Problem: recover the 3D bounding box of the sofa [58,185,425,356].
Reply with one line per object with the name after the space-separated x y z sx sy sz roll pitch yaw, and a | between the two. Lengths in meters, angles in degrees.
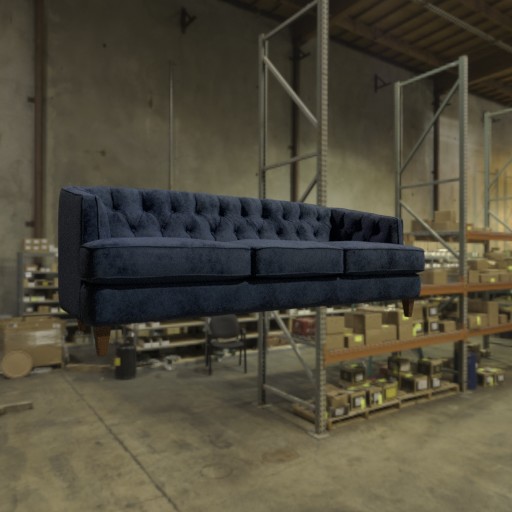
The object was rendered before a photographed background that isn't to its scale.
0.000 0.000 2.806 2.278 0.855 0.941 0 0 -34 | sofa
